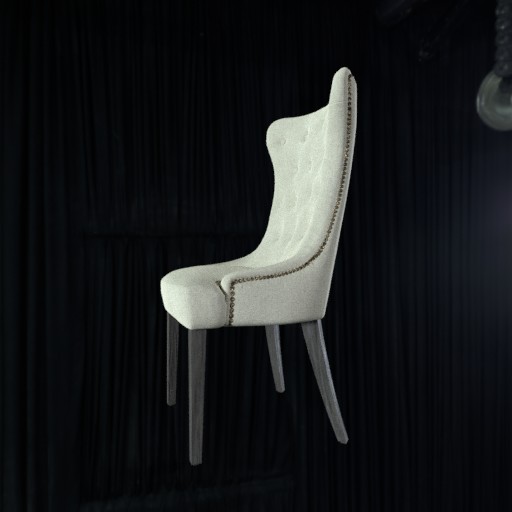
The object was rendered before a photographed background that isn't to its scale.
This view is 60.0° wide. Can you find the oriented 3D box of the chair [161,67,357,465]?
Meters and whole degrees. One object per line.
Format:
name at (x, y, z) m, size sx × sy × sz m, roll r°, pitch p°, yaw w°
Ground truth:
chair at (0.000, 0.000, 1.442) m, size 0.590 × 1.065 × 0.584 m, roll 0°, pitch 0°, yaw -18°
